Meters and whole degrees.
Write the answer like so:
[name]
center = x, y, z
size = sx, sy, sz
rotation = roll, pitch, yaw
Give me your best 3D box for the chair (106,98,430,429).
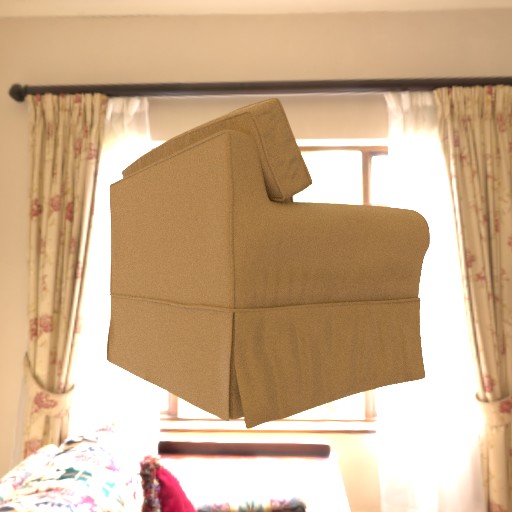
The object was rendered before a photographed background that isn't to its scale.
[chair]
center = 0.000, 0.000, 1.827
size = 0.903, 0.937, 1.096
rotation = 1, -2, -37
